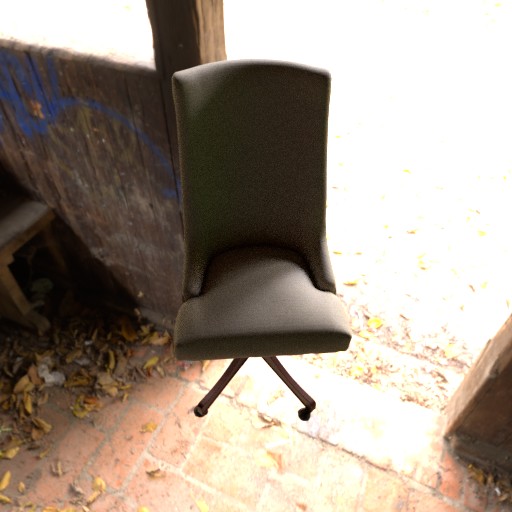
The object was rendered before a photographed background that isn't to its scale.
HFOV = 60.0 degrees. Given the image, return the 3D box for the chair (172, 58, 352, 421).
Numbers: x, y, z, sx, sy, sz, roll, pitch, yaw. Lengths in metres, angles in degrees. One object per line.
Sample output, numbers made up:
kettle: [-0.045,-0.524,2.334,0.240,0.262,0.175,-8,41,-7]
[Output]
chair: [0.000,0.000,1.441,0.645,1.010,0.696,-3,46,-3]
